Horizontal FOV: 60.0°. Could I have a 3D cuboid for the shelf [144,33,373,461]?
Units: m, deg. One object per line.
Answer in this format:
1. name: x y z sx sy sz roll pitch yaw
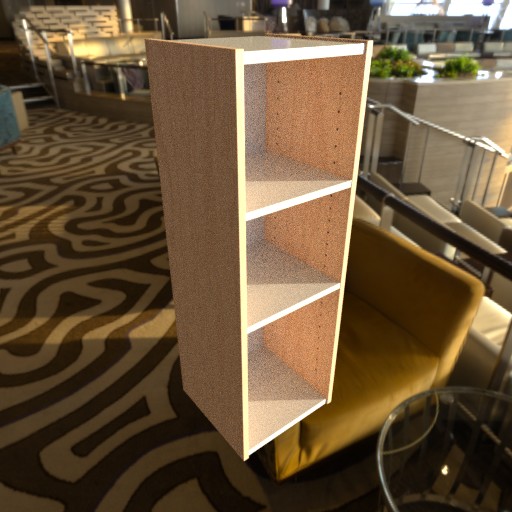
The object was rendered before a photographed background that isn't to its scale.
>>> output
1. shelf: 0.000 0.000 1.024 0.300 0.900 0.290 -21 36 -32
